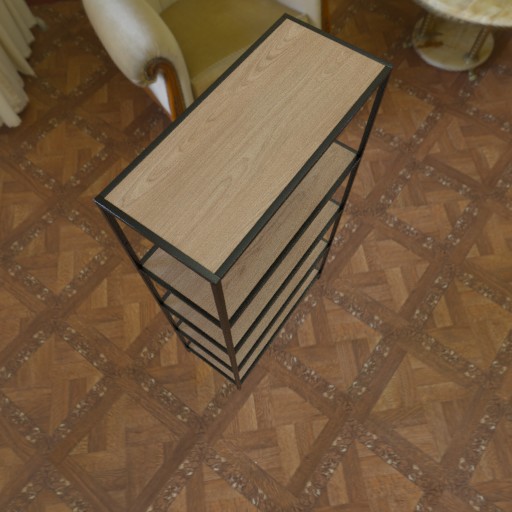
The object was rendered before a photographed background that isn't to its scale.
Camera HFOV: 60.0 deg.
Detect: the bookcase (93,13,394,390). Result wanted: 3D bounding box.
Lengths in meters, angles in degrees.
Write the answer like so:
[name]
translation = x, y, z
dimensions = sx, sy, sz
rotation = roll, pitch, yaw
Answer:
[bookcase]
translation = 0.000, 0.000, 1.764
dimensions = 0.350, 1.500, 0.770
rotation = 33, 69, 14
